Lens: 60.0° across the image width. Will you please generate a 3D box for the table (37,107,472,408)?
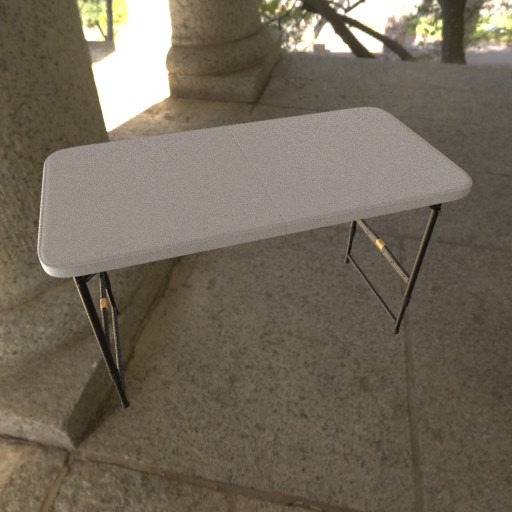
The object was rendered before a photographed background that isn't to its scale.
[{"bbox_3d":[0.000,0.000,1.606,1.245,0.737,0.611,-12,43,-13],"label":"table"}]
